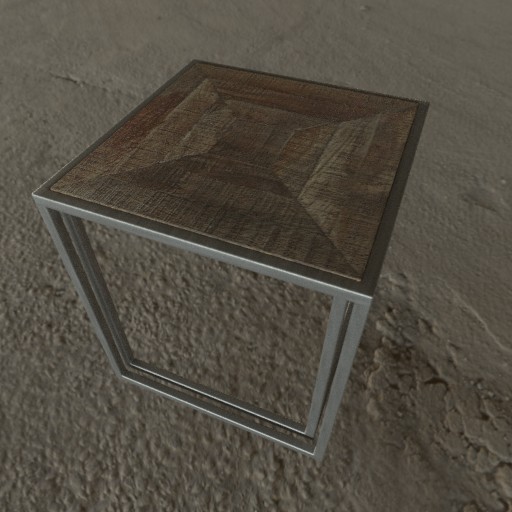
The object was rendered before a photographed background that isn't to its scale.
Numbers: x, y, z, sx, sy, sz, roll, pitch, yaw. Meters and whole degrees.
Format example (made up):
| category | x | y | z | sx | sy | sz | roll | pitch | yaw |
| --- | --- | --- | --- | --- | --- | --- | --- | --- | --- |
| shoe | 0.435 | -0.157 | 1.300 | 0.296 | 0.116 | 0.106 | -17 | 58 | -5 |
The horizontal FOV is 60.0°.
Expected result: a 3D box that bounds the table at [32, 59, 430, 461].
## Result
| category | x | y | z | sx | sy | sz | roll | pitch | yaw |
| --- | --- | --- | --- | --- | --- | --- | --- | --- | --- |
| table | 0.000 | 0.000 | 0.840 | 0.449 | 0.500 | 0.450 | 17 | 49 | 15 |
